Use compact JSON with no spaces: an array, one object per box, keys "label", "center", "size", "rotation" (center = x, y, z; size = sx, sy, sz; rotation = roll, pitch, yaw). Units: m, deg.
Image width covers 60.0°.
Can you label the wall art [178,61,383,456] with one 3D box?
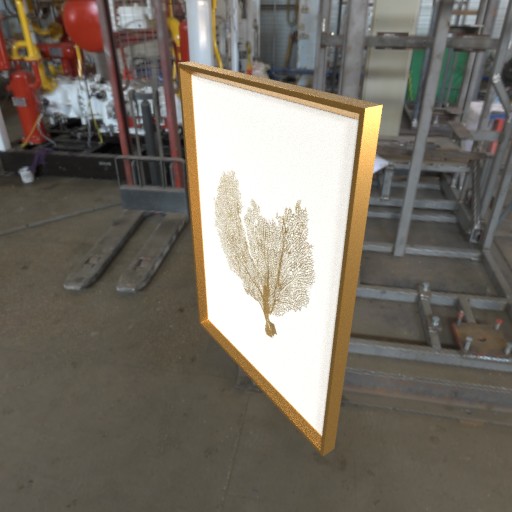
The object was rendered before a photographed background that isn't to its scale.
[{"label":"wall art","center":[0.000,0.000,1.080],"size":[0.038,0.812,0.610],"rotation":[-20,36,-30]}]
